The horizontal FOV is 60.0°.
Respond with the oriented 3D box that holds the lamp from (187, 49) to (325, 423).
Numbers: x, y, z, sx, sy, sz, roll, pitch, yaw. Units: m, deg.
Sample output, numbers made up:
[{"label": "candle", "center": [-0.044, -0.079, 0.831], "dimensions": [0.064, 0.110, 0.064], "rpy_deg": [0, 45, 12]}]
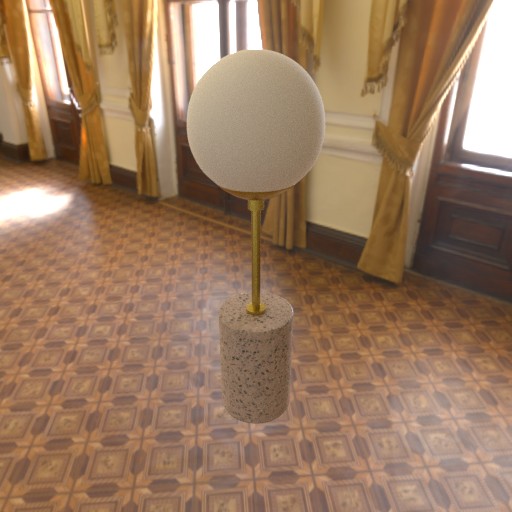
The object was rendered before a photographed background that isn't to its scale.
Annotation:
[{"label": "lamp", "center": [0.000, 0.000, 0.567], "dimensions": [0.153, 0.480, 0.153], "rpy_deg": [0, 26, 0]}]
